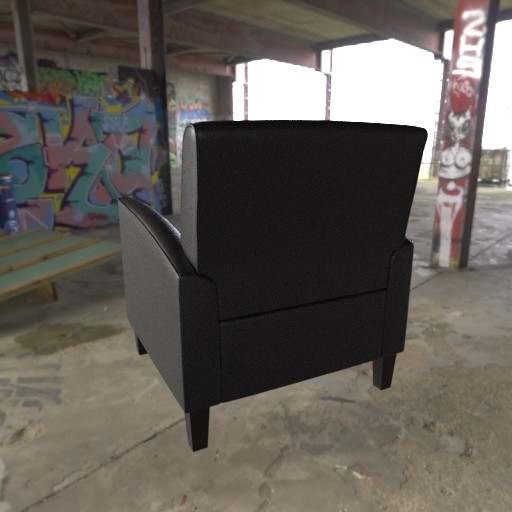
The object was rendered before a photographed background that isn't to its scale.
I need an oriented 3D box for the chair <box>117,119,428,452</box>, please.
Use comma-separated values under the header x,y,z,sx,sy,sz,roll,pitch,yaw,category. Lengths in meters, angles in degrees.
x,y,z,sx,sy,sz,roll,pitch,yaw,category
0.000,0.000,1.605,0.820,0.916,0.819,-7,16,-26,chair
